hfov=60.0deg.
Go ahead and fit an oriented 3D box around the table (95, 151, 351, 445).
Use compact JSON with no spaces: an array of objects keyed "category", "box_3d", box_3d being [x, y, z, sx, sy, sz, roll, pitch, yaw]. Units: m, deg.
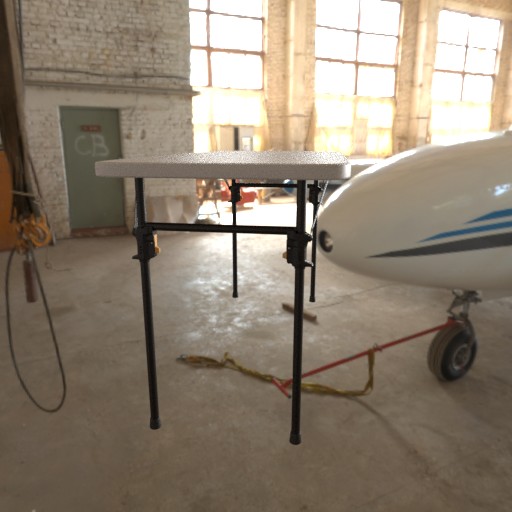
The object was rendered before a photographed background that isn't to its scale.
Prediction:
[{"category":"table","box_3d":[0.000,0.000,1.638,0.610,0.729,1.219,2,15,9]}]
